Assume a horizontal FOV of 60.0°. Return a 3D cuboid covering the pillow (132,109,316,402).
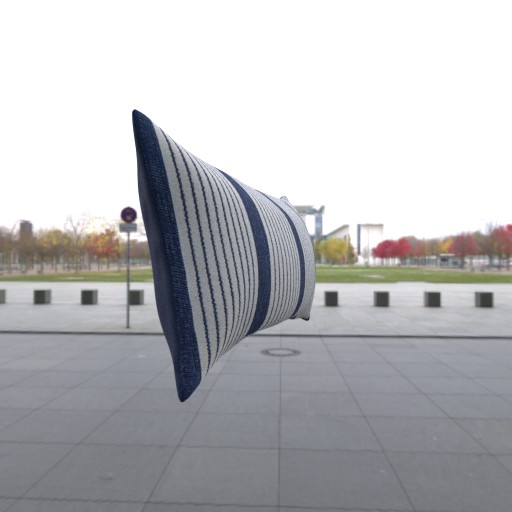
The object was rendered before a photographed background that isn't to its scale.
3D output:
[{"bbox_3d":[0.000,0.000,0.726,0.156,0.292,0.608,0,-1,18],"label":"pillow"}]
